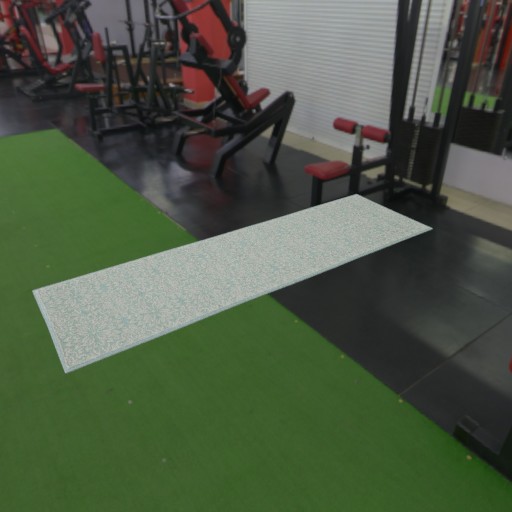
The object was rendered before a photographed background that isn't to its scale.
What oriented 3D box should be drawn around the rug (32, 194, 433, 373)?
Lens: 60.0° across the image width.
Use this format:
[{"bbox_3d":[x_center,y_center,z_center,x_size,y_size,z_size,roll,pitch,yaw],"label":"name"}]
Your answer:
[{"bbox_3d":[0.000,0.000,2.459,2.196,0.011,0.662,-19,35,-29],"label":"rug"}]
